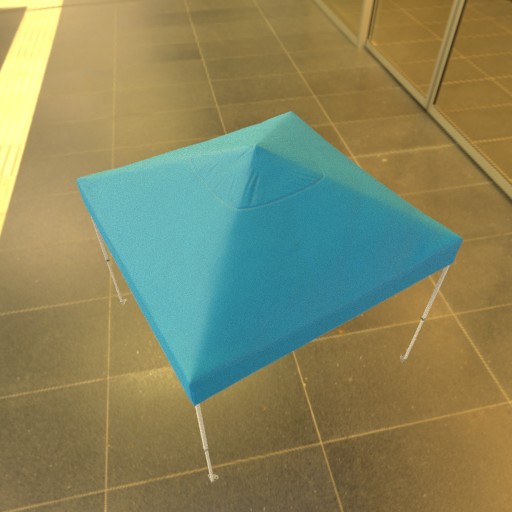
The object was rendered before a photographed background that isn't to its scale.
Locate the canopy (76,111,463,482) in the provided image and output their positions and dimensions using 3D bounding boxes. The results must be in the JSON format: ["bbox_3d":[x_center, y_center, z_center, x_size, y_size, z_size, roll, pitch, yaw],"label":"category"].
[{"bbox_3d":[0.000,0.000,5.226,2.996,2.997,2.998,-24,51,-21],"label":"canopy"}]
